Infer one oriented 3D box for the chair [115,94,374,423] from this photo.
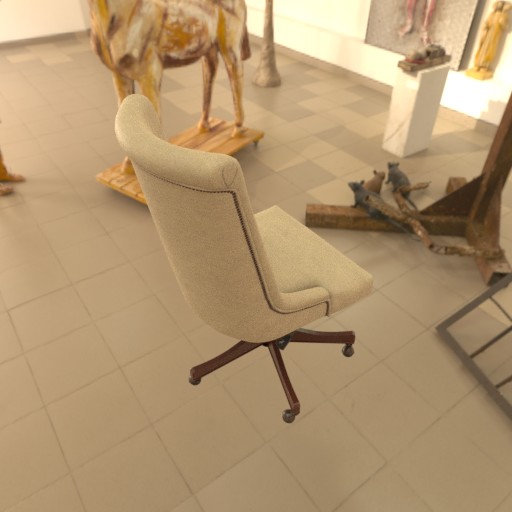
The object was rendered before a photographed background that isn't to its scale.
[{"bbox_3d":[0.000,0.000,1.422,0.696,1.010,0.645,-25,46,-27],"label":"chair"}]
